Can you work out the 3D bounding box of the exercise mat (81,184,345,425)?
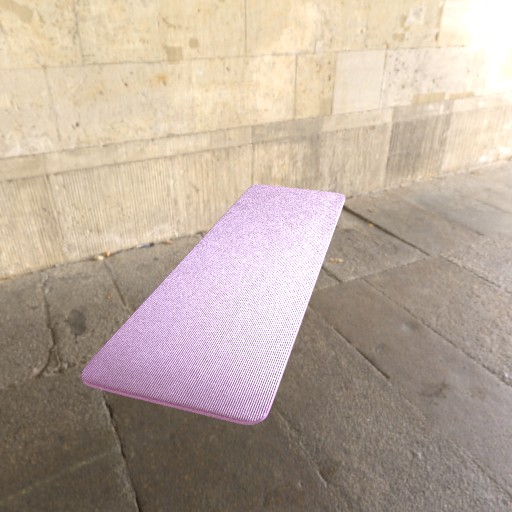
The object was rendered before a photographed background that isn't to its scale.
[{"bbox_3d":[0.000,0.000,2.086,0.616,0.021,1.869,9,30,15],"label":"exercise mat"}]
